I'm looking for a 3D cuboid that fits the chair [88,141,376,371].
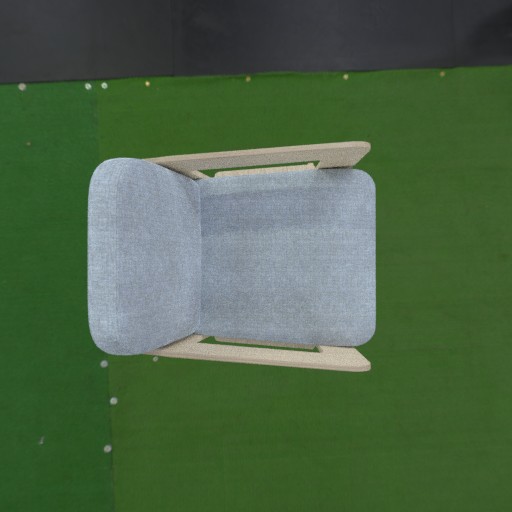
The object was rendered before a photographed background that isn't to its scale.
[{"bbox_3d":[0.000,0.000,1.295,0.710,0.800,0.590,0,90,-2],"label":"chair"}]
